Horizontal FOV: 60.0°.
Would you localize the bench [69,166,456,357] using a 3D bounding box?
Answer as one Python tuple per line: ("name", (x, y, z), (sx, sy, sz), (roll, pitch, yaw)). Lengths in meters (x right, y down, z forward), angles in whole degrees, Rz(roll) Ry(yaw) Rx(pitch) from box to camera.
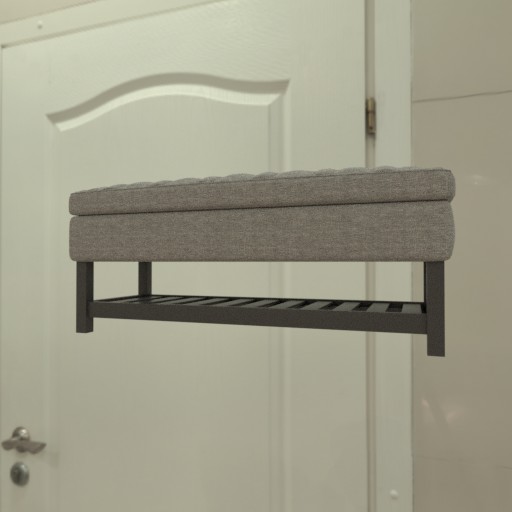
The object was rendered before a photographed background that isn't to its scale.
("bench", (0.000, 0.000, 1.361), (1.100, 0.470, 0.429), (0, -1, 19))
